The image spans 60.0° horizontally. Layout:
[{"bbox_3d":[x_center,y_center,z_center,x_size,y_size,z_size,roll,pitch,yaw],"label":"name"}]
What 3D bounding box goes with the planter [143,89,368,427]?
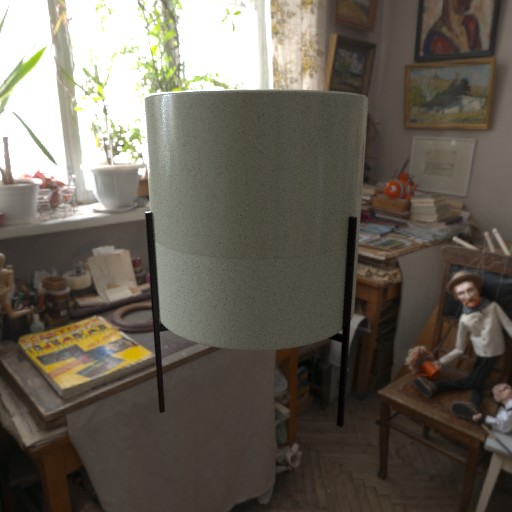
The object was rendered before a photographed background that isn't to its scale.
[{"bbox_3d":[0.000,0.000,0.704,0.314,0.475,0.323,2,16,7],"label":"planter"}]
